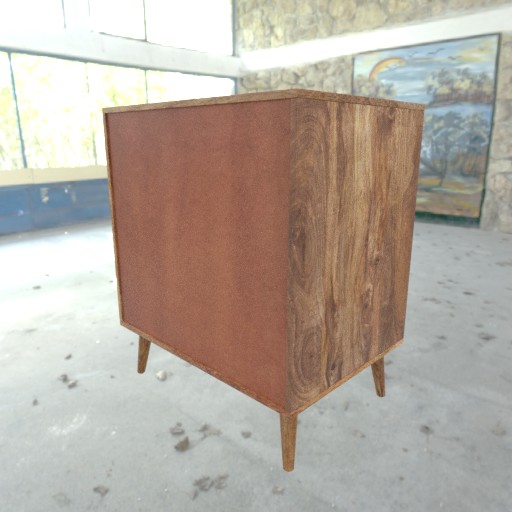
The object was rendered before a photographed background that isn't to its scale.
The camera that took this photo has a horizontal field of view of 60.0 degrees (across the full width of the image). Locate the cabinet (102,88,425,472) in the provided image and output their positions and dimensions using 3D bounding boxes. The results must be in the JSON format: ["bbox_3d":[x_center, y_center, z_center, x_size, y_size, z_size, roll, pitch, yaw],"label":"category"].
[{"bbox_3d":[0.000,0.000,1.181,0.647,0.758,0.473,14,20,43],"label":"cabinet"}]
